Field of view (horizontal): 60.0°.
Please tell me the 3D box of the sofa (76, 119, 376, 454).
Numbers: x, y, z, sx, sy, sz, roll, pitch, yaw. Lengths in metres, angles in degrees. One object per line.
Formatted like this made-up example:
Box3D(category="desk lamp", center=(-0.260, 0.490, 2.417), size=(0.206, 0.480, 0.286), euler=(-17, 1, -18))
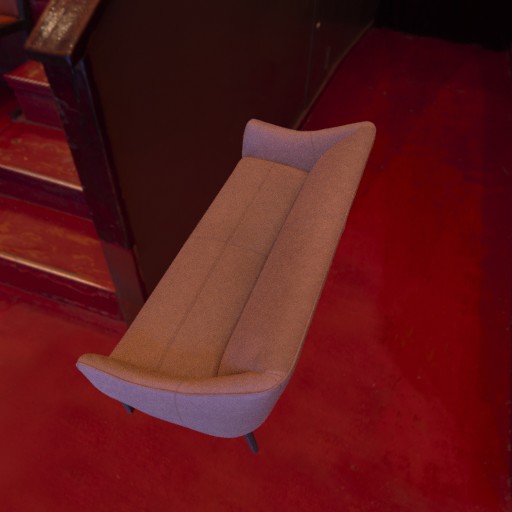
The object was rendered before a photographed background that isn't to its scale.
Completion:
Box3D(category="sofa", center=(0.000, 0.000, 2.398), size=(0.869, 0.830, 1.928), euler=(16, 50, 14))
